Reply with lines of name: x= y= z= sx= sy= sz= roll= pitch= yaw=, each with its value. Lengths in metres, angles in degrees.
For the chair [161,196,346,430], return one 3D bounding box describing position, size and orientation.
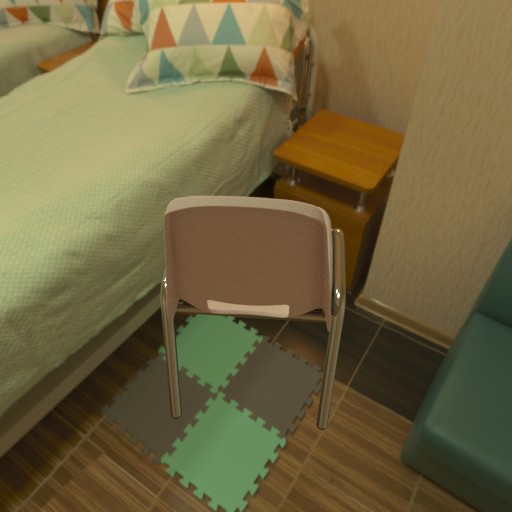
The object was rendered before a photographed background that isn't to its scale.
chair: x=0.000 y=0.000 z=0.865 sx=0.354 sy=0.586 sz=0.423 roll=3 pitch=46 yaw=3
